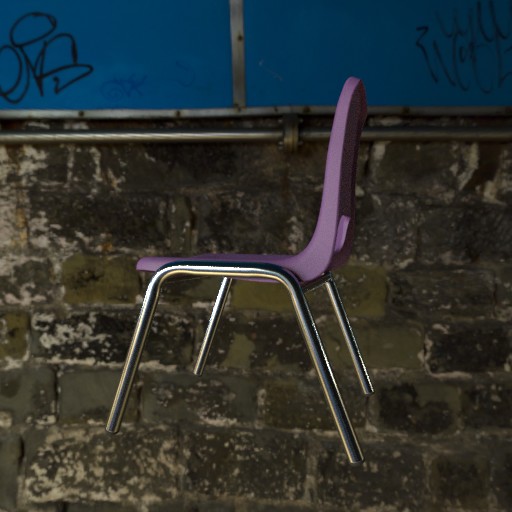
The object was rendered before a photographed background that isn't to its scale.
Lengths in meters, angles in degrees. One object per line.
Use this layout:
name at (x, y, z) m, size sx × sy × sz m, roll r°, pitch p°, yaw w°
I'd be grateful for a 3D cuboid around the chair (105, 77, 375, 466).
chair at (0.000, 0.000, 0.827) m, size 0.419 × 0.584 × 0.356 m, roll 0°, pitch 2°, yaw 17°
